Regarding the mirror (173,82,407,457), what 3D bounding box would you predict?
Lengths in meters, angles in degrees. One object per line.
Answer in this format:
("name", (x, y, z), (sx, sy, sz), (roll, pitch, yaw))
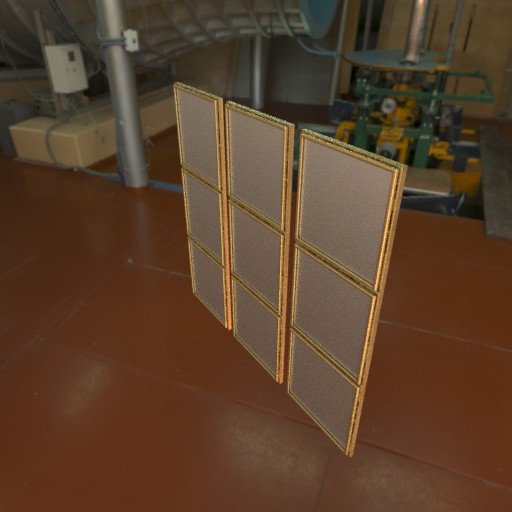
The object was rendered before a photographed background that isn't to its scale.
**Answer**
("mirror", (0.000, 0.000, 1.458), (0.023, 0.926, 1.011), (-20, 37, -29))
